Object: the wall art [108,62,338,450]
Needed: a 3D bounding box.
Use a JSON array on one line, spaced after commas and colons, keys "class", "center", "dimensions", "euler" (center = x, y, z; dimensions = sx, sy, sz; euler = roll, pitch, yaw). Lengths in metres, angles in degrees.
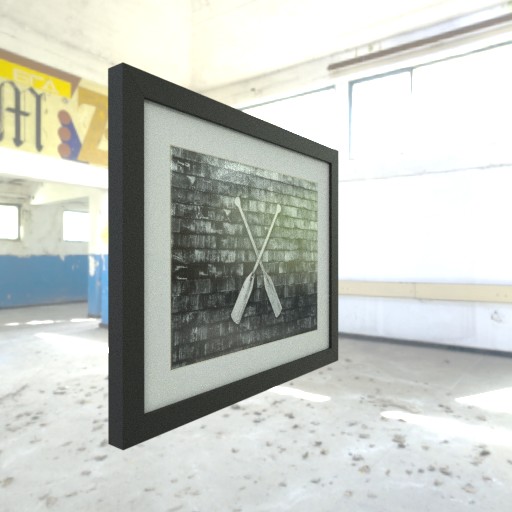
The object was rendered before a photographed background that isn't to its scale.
[{"class": "wall art", "center": [0.000, 0.000, 0.752], "dimensions": [0.029, 0.457, 0.558], "euler": [0, 0, 37]}]
